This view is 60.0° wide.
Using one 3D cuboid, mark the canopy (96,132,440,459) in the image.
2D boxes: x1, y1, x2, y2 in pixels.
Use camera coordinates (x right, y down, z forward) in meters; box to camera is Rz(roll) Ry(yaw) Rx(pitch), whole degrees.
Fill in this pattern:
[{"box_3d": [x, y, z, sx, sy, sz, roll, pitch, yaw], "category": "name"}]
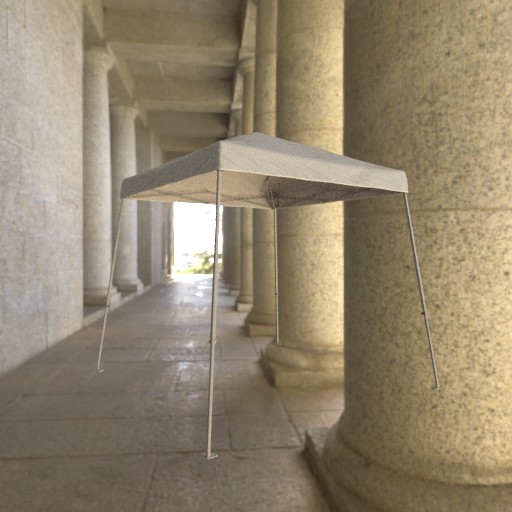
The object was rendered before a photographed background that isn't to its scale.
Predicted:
[{"box_3d": [0.000, 0.000, 6.466, 3.600, 3.600, 3.599, 0, 1, -35], "category": "canopy"}]
